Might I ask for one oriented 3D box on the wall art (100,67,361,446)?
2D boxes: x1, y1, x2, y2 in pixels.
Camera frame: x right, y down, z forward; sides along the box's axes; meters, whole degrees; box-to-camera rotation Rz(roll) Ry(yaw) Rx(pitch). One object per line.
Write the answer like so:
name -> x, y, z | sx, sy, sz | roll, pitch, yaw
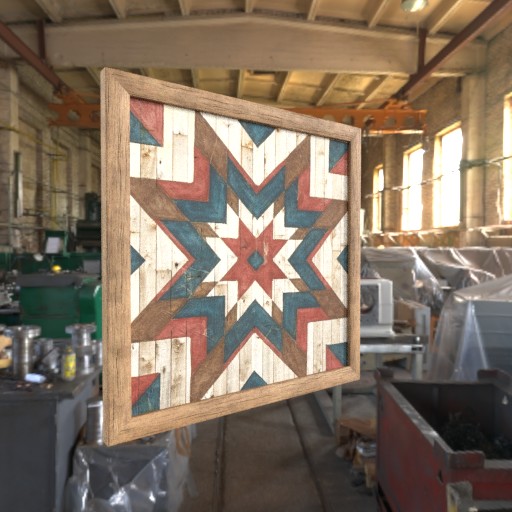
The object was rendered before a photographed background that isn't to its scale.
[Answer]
wall art -> 0.000, 0.000, 1.022 | 0.695, 0.691, 0.029 | -1, 1, -36
